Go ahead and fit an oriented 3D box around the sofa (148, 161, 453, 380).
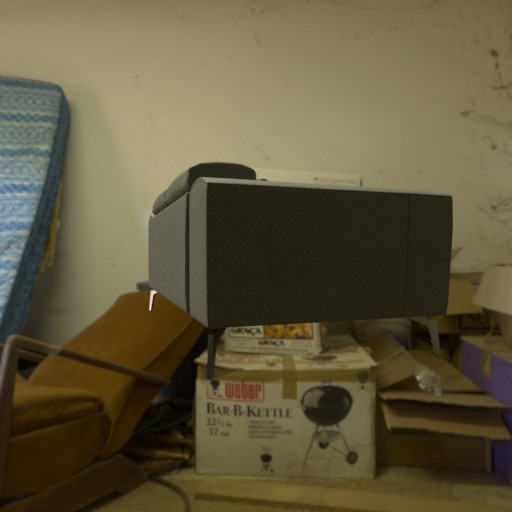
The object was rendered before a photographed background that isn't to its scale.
[{"bbox_3d":[0.000,0.000,2.433,1.003,0.779,1.895,0,0,-19],"label":"sofa"}]
